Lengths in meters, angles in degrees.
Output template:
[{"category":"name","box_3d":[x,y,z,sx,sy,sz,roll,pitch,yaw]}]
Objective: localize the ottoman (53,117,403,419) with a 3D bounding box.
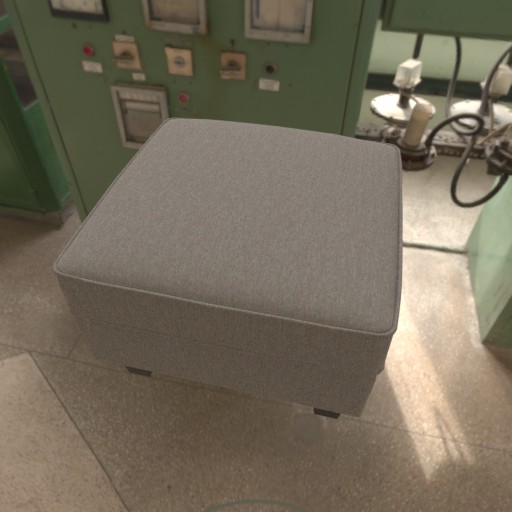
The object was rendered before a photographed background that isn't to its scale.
[{"category":"ottoman","box_3d":[0.000,0.000,1.421,0.871,0.612,0.808,10,46,9]}]
